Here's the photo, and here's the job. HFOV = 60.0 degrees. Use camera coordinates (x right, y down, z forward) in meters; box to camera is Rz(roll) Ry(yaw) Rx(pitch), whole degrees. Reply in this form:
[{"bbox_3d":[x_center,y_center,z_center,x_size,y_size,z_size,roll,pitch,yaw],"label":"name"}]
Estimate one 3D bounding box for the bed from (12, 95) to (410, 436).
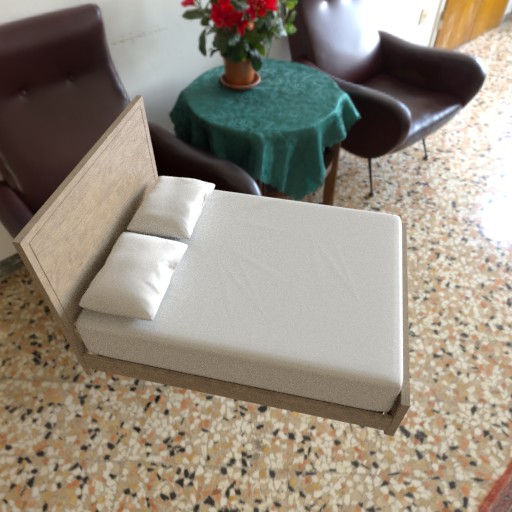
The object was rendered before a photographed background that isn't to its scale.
[{"bbox_3d":[0.000,0.000,3.129,2.189,1.369,1.606,9,47,8],"label":"bed"}]
